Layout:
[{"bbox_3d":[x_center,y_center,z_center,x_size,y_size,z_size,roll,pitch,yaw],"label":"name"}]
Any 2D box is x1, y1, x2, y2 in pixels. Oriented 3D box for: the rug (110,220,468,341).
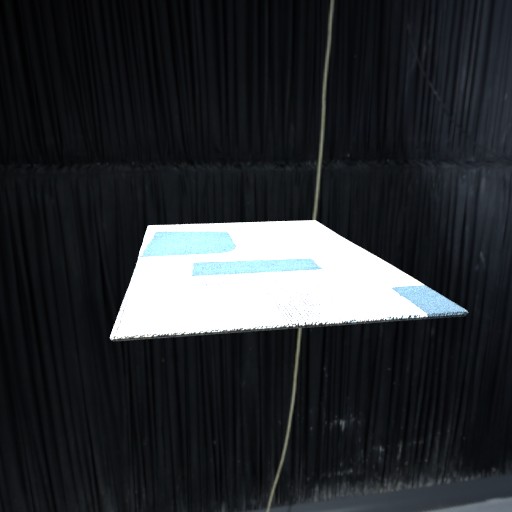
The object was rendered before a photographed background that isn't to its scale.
[{"bbox_3d":[0.000,0.000,2.360,1.238,0.020,1.847,-2,15,-9],"label":"rug"}]
